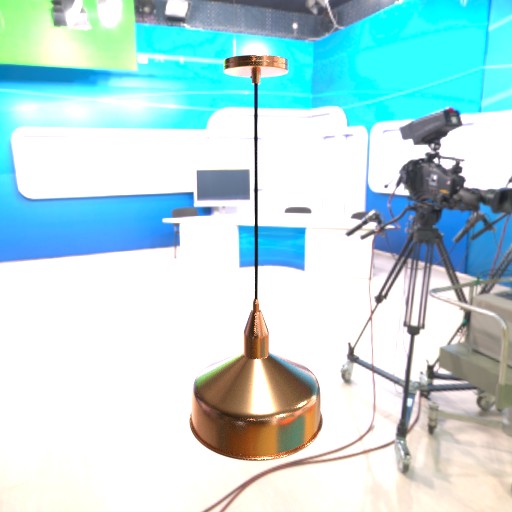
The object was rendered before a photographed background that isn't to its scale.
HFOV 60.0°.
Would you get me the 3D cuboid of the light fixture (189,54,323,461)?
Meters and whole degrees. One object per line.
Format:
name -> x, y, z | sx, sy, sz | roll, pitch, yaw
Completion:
light fixture -> 0.000, 0.000, 0.922 | 0.301, 0.754, 0.301 | 6, 15, 25
